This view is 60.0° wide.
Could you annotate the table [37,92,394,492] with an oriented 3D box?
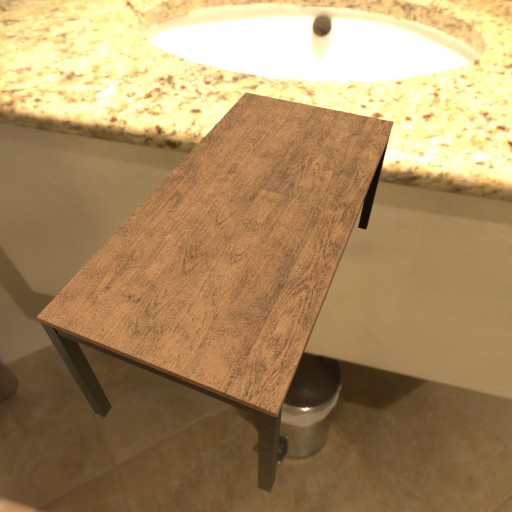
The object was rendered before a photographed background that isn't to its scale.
[{"bbox_3d":[0.000,0.000,2.267,0.893,0.767,1.805,17,49,16],"label":"table"}]
